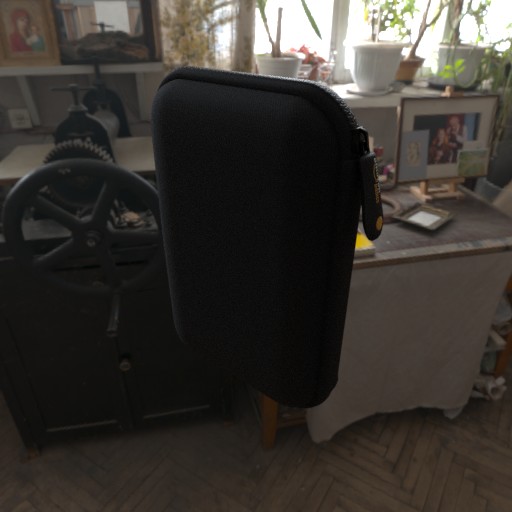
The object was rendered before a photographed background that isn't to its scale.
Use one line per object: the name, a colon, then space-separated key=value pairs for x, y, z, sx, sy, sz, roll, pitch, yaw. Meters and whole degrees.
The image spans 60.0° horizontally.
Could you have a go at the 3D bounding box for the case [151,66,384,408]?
case: x=0.000 y=0.000 z=0.192 sx=0.107 sy=0.147 sz=0.030 roll=22 pitch=37 yaw=33
